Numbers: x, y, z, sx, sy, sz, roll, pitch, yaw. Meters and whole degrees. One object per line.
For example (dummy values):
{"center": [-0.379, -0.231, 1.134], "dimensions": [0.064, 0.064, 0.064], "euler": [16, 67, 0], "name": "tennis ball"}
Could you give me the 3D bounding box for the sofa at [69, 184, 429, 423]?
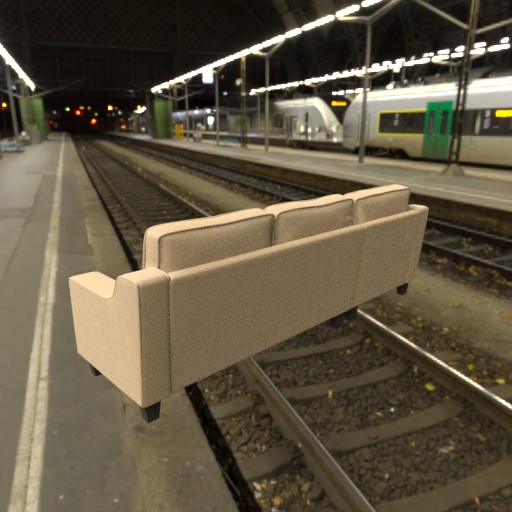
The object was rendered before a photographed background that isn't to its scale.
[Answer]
{"center": [0.000, 0.000, 3.169], "dimensions": [2.561, 0.928, 1.294], "euler": [-15, 22, -41], "name": "sofa"}
